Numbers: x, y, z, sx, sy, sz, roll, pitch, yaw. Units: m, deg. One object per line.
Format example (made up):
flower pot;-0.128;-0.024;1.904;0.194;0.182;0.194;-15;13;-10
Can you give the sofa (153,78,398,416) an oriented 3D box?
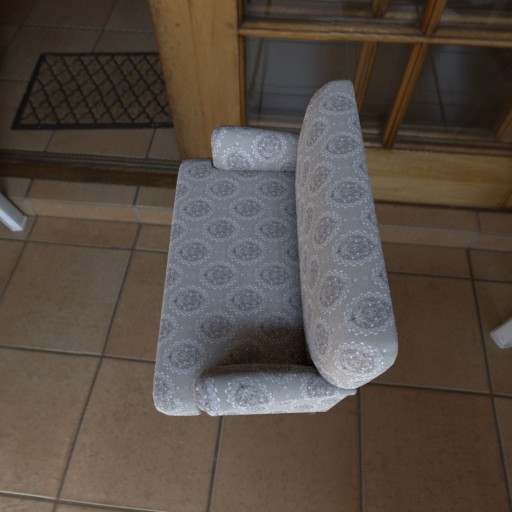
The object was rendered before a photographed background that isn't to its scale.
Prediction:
sofa;0.000;0.000;1.853;0.779;0.889;1.297;0;59;0
